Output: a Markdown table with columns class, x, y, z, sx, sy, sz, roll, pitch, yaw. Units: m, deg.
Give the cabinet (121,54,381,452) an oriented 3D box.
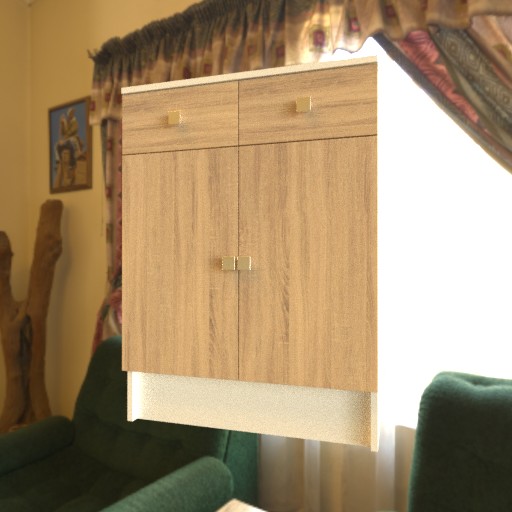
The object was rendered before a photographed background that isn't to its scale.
| class | x | y | z | sx | sy | sz | roll | pitch | yaw |
| --- | --- | --- | --- | --- | --- | --- | --- | --- | --- |
| cabinet | 0.000 | 0.000 | 1.114 | 0.600 | 0.815 | 0.296 | 0 | 0 | 17 |
